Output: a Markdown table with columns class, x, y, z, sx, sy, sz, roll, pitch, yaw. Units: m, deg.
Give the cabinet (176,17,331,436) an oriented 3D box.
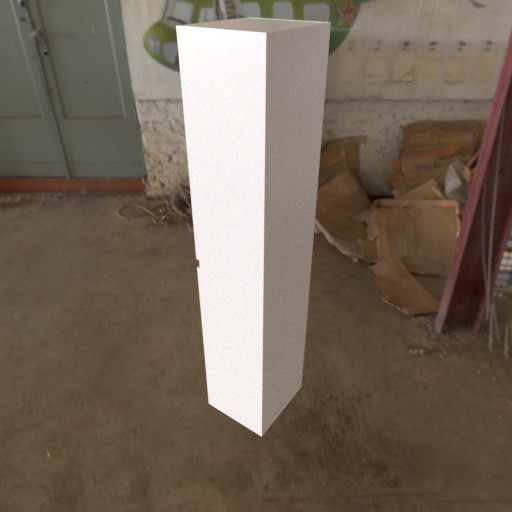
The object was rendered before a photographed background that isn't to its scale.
| class | x | y | z | sx | sy | sz | roll | pitch | yaw |
| --- | --- | --- | --- | --- | --- | --- | --- | --- | --- |
| cabinet | 0.000 | 0.000 | 1.503 | 0.269 | 1.400 | 0.300 | 21 | 38 | 29 |
